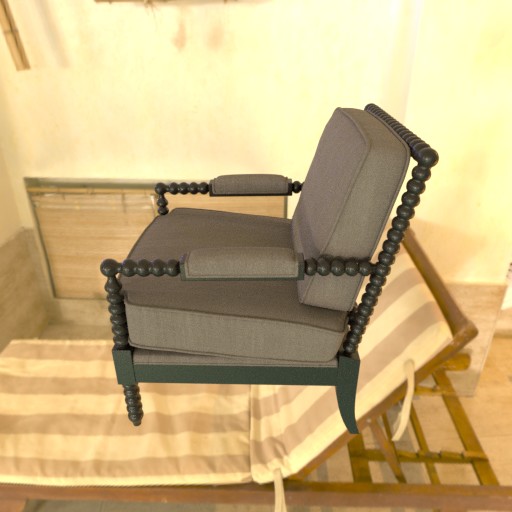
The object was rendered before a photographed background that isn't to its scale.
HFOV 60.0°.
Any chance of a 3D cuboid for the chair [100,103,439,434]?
[{"bbox_3d":[0.000,0.000,1.095,0.622,0.661,0.540,1,28,1],"label":"chair"}]
